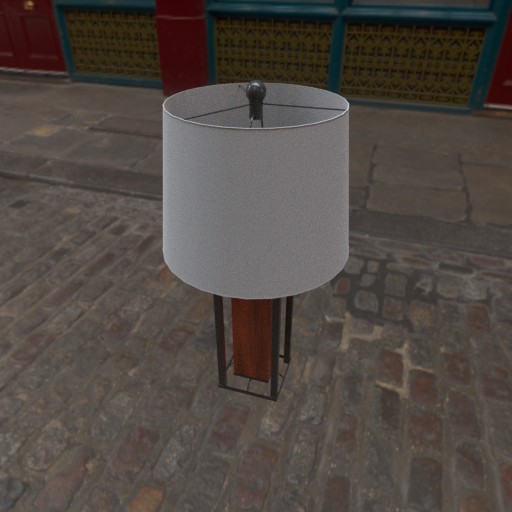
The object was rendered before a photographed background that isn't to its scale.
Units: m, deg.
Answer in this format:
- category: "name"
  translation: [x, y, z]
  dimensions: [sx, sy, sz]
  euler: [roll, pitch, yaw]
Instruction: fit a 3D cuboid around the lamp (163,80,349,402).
- category: "lamp"
  translation: [0.000, 0.000, 0.788]
  dimensions: [0.320, 0.591, 0.320]
  euler: [0, 32, 0]
